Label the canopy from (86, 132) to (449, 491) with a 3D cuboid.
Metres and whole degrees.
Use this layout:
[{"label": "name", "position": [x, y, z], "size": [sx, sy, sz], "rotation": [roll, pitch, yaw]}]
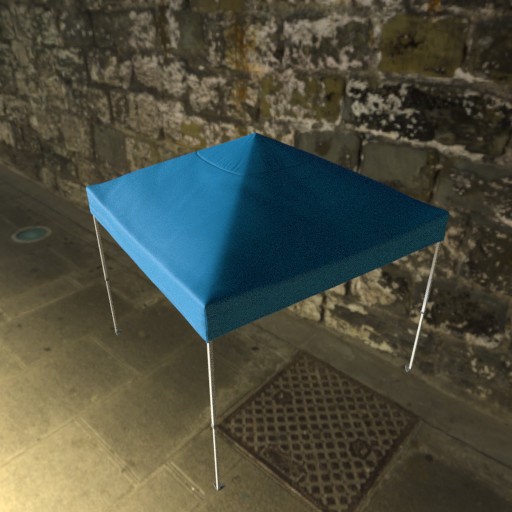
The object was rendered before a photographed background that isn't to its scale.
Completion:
[{"label": "canopy", "position": [0.000, 0.000, 5.417], "size": [2.996, 2.997, 2.998], "rotation": [-19, 35, -30]}]
